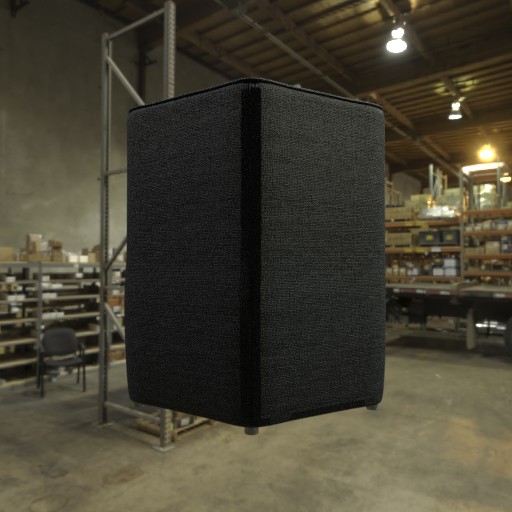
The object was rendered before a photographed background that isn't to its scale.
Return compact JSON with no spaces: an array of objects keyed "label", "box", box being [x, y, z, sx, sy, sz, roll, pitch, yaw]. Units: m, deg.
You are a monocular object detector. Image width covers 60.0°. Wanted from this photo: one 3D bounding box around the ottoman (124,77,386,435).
[{"label":"ottoman","box":[0.000,0.000,0.851,0.492,0.505,0.454,-1,-1,36]}]
